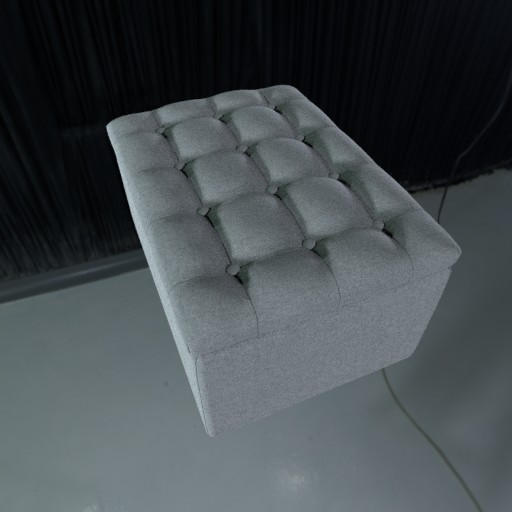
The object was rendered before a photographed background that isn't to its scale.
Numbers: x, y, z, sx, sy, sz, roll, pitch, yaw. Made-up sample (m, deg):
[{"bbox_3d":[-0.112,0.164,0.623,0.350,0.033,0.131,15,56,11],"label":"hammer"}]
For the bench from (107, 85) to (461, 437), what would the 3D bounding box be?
[{"bbox_3d":[0.000,0.000,0.901,0.417,0.469,0.572,-17,49,-16],"label":"bench"}]
